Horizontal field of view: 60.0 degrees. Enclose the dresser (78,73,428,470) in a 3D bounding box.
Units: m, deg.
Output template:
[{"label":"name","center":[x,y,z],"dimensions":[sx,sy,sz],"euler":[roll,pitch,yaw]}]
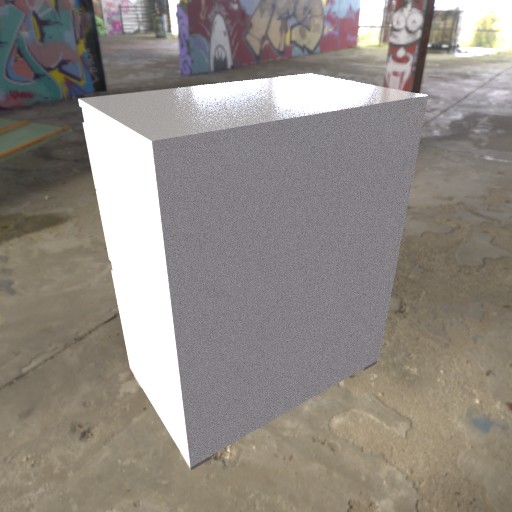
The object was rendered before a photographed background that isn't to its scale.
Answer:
[{"label":"dresser","center":[0.000,0.000,1.165],"dimensions":[0.650,0.800,0.400],"euler":[-19,35,-29]}]
